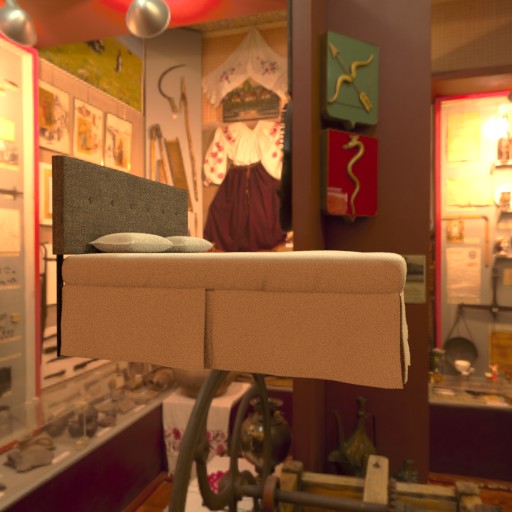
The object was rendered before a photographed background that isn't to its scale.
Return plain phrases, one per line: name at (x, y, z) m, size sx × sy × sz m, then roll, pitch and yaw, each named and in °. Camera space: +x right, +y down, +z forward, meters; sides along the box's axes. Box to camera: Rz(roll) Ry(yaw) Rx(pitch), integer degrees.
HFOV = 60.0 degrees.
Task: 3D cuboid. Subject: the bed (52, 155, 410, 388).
bed at (0.000, 0.000, 2.998) m, size 1.958 × 1.168 × 1.621 m, roll 0°, pitch 1°, yaw 18°
